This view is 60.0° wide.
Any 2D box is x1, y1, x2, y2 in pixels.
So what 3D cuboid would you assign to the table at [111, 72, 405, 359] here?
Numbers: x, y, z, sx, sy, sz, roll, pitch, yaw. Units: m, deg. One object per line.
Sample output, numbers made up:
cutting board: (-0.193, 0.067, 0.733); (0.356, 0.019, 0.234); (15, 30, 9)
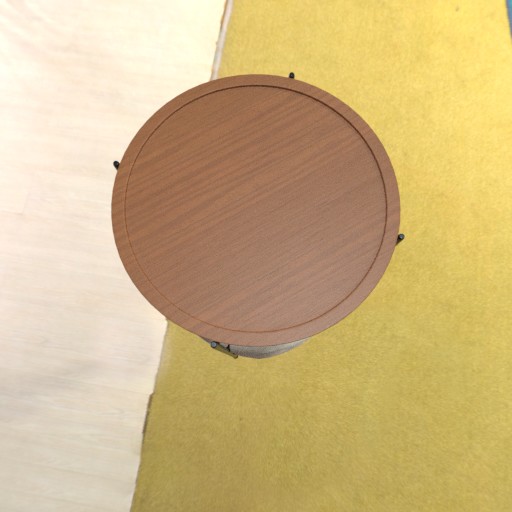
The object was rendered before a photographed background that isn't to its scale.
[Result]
table: (0.000, 0.000, 0.892); (0.393, 0.623, 0.393); (-29, 78, -7)
